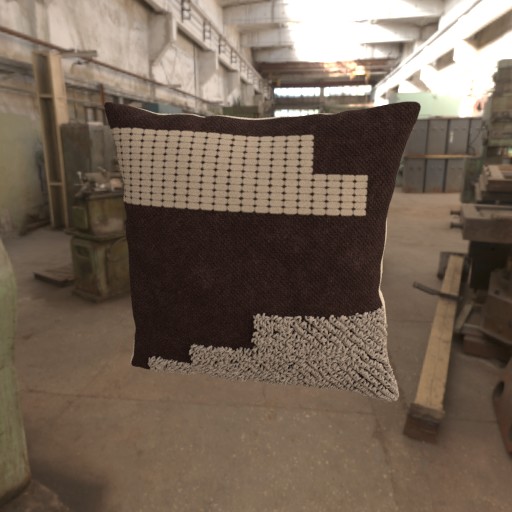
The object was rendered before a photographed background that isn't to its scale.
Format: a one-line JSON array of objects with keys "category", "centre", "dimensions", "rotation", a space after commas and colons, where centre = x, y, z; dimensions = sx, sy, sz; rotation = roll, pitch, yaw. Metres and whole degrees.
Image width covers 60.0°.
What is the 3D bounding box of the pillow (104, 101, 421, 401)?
[{"category": "pillow", "centre": [0.000, 0.000, 0.711], "dimensions": [0.475, 0.473, 0.178], "rotation": [3, 15, 10]}]
